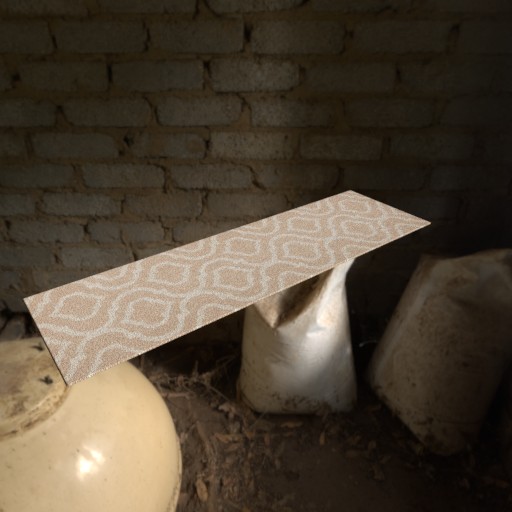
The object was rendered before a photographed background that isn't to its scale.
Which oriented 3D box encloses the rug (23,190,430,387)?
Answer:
[{"bbox_3d":[0.000,0.000,2.485,2.289,0.013,0.691,-21,36,-31],"label":"rug"}]
